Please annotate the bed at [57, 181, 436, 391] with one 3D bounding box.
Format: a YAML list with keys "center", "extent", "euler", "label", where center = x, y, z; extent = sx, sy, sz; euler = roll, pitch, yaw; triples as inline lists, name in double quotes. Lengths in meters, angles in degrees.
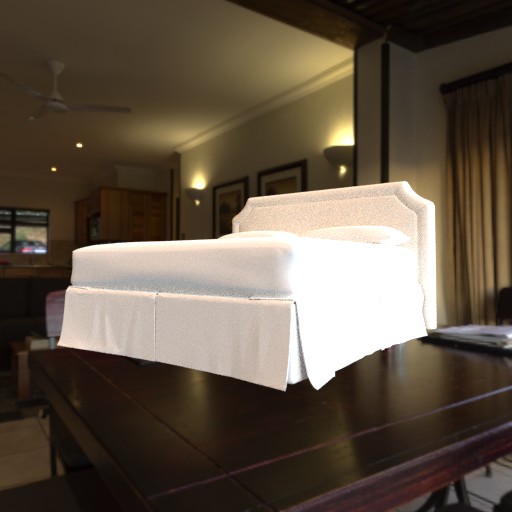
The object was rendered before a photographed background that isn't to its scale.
- center: [0.000, 0.000, 3.486]
  extent: [2.160, 1.301, 2.204]
  euler: [-1, -1, 37]
  label: "bed"
